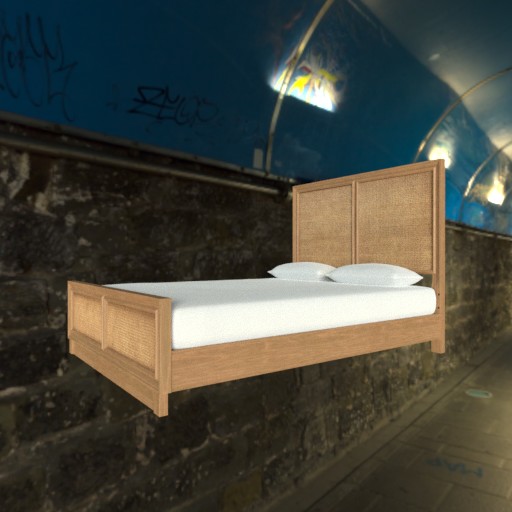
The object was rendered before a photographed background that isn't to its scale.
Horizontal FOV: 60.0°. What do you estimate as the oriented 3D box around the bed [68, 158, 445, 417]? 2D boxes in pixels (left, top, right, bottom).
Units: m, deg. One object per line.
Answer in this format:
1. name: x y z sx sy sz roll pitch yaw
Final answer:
1. bed: 0.000 0.000 3.186 2.184 1.387 1.606 0 0 -36
